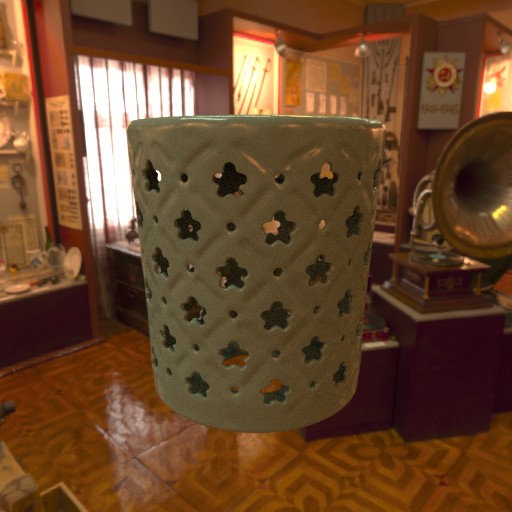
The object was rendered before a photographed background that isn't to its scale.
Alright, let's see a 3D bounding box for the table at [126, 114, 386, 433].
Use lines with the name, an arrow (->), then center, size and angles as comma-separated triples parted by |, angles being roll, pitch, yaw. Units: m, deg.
table -> 0.000, 0.000, 0.662 | 0.352, 0.387, 0.352 | 0, 14, 0
